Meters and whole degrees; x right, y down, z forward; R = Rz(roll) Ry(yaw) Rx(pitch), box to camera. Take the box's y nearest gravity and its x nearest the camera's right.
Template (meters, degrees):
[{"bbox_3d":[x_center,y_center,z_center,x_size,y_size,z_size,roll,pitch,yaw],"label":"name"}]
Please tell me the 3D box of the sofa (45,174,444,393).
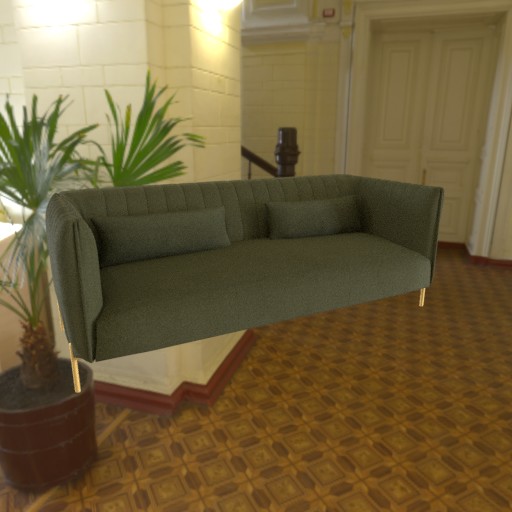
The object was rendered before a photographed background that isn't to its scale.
[{"bbox_3d":[0.000,0.000,2.568,2.137,0.793,0.896,-8,18,-26],"label":"sofa"}]
